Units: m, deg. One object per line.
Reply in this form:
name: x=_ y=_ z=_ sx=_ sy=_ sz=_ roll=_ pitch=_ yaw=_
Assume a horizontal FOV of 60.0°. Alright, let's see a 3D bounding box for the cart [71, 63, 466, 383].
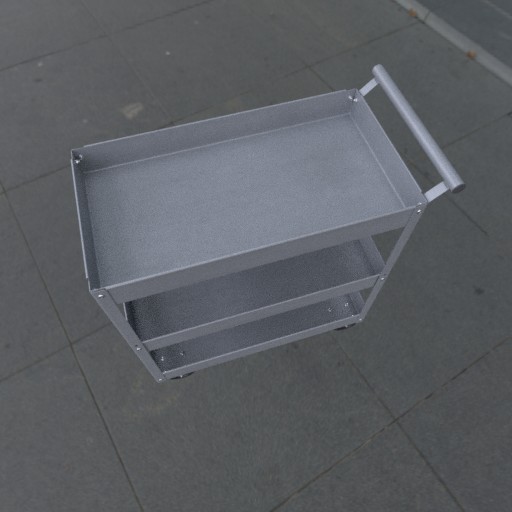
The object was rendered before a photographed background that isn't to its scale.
cart: x=0.000 y=0.000 z=1.200 sx=0.719 sy=0.780 sz=0.366 roll=-15 pitch=61 yaw=-9
